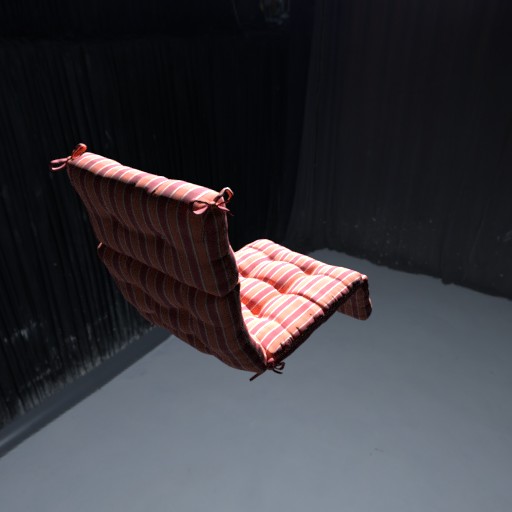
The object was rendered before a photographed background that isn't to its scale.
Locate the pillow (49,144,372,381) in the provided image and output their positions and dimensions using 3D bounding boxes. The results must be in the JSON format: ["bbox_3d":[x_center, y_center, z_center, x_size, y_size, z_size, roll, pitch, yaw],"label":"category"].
[{"bbox_3d":[0.000,0.000,1.485,0.526,0.863,1.016,21,35,33],"label":"pillow"}]
